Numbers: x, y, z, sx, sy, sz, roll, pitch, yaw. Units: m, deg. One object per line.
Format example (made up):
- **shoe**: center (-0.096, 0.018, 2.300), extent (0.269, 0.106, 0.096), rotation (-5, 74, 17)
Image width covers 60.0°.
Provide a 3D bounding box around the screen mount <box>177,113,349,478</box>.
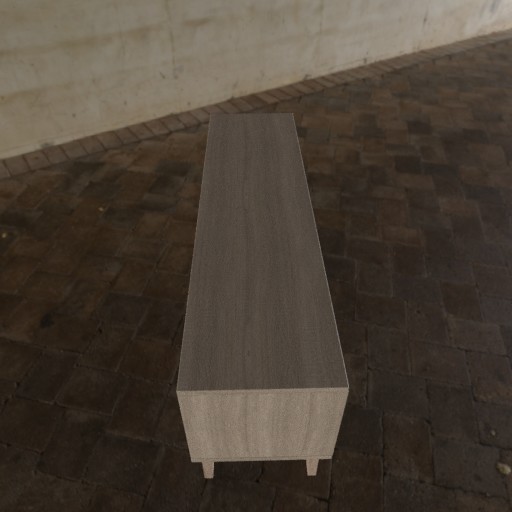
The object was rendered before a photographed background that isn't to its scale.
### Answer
- **screen mount**: center (0.000, 0.000, 1.744), extent (0.401, 0.509, 1.500), rotation (-1, 41, -1)
